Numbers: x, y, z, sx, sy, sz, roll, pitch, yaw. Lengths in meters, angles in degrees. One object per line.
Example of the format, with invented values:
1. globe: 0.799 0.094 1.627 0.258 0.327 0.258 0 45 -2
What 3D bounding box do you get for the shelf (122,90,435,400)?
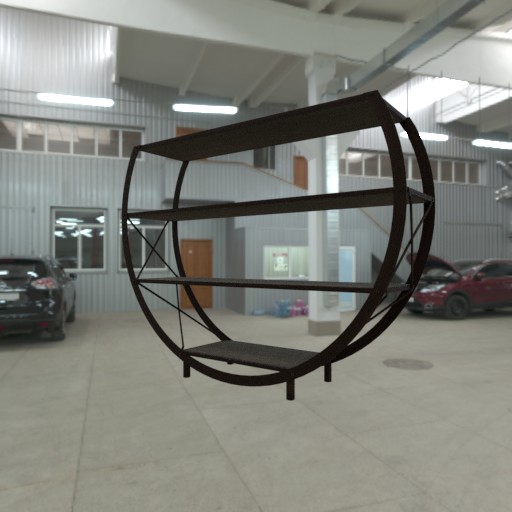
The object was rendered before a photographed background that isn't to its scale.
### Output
1. shelf: 0.000 0.000 1.918 1.403 1.063 0.344 0 -1 36
